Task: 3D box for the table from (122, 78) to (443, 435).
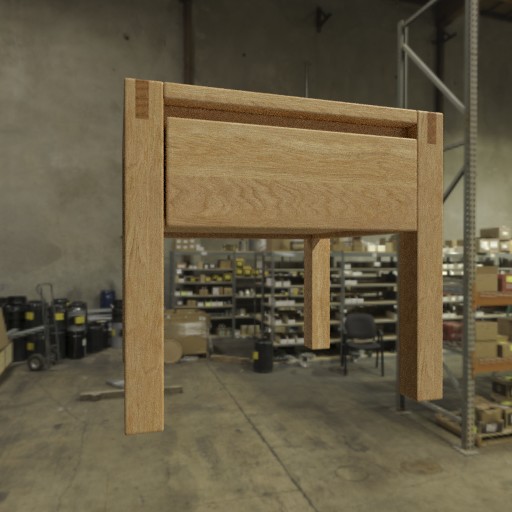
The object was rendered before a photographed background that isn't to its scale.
[{"bbox_3d":[0.000,0.000,0.835,0.480,0.450,0.440,0,0,-17],"label":"table"}]
